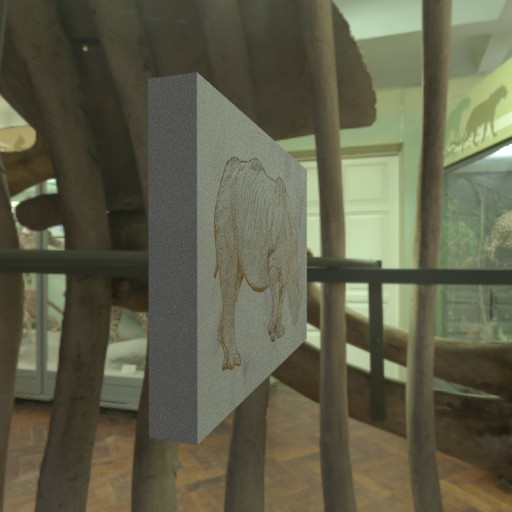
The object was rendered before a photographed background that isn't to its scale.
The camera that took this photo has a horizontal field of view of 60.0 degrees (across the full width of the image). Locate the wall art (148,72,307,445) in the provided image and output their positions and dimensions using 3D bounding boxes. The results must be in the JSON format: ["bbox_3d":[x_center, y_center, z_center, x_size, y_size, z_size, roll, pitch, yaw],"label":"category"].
[{"bbox_3d":[0.000,0.000,0.489,0.038,0.254,0.381,0,1,18],"label":"wall art"}]
